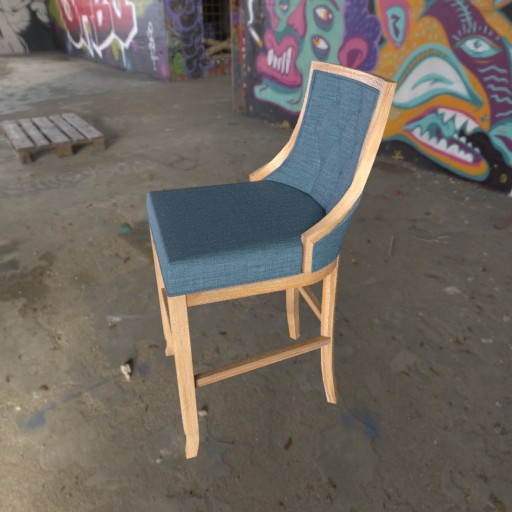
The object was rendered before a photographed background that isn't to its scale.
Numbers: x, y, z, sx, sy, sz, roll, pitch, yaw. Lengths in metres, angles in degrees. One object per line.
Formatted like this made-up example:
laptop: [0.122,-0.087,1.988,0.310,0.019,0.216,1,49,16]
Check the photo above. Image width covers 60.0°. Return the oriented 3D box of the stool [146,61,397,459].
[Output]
stool: [0.000,0.000,1.433,0.626,1.101,0.524,-9,31,-15]
